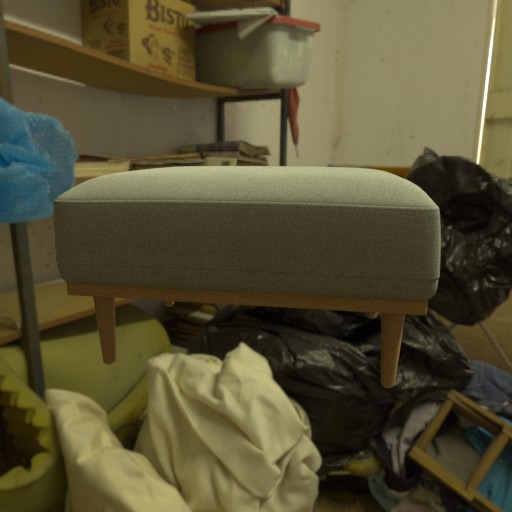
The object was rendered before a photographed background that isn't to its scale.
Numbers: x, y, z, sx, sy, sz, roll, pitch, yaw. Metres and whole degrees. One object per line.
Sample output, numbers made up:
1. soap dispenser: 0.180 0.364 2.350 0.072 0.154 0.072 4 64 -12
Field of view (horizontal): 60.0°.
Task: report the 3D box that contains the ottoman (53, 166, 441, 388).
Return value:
1. ottoman: 0.000 0.000 1.089 0.749 0.428 0.549 2 14 9
